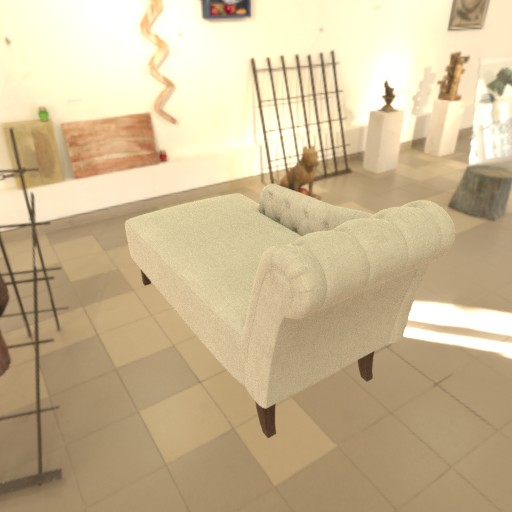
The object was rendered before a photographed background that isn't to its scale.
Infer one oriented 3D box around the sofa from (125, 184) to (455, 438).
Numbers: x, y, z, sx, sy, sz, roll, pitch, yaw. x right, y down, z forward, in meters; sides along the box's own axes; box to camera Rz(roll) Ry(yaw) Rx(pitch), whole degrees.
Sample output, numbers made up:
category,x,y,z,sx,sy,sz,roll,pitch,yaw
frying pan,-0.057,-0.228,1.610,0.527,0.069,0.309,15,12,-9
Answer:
category,x,y,z,sx,sy,sz,roll,pitch,yaw
sofa,0.000,0.000,1.850,0.675,0.787,1.379,-18,34,-29
